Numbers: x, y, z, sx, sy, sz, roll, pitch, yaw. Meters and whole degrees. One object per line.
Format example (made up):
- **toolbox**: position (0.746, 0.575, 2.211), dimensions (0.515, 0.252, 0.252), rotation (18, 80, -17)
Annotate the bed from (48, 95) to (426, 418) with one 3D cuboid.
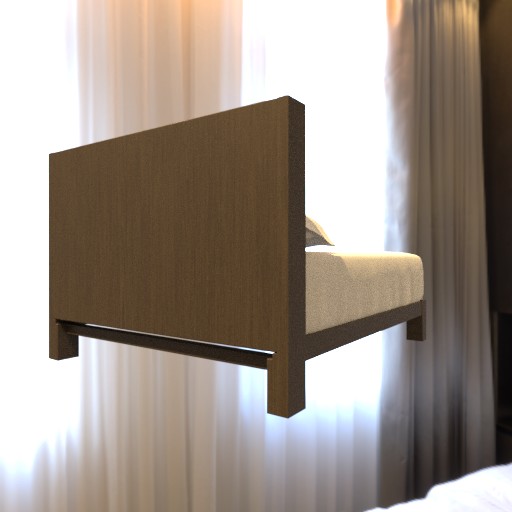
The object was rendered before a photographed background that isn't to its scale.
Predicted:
- **bed**: position (0.000, 0.000, 3.036), dimensions (1.735, 1.261, 1.992), rotation (0, 0, 36)
